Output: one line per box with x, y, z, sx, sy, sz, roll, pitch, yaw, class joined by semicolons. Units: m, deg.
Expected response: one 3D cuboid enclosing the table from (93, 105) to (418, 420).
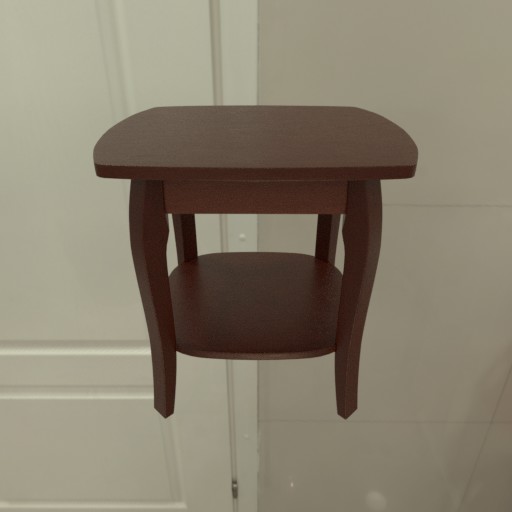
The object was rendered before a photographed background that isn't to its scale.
0.000;0.000;0.875;0.502;0.496;0.433;0;29;0;table
